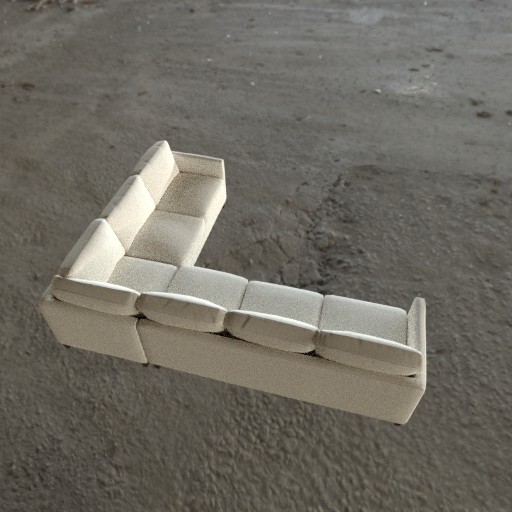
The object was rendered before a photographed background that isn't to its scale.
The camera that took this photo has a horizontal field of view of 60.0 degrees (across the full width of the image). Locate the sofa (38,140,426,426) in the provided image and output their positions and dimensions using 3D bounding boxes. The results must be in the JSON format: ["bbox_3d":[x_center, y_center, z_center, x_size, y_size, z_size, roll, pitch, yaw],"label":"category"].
[{"bbox_3d":[0.000,0.000,4.577,3.302,0.947,2.593,10,47,10],"label":"sofa"}]
